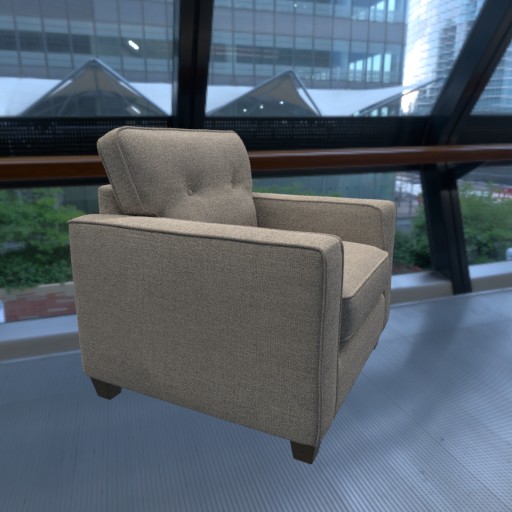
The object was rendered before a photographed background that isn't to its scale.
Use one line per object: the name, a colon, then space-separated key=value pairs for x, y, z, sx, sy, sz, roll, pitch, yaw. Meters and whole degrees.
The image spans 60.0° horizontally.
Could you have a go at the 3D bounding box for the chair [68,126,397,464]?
chair: x=0.000 y=0.000 z=1.735 sx=0.939 sy=0.965 sz=1.015 roll=7 pitch=16 yaw=26
